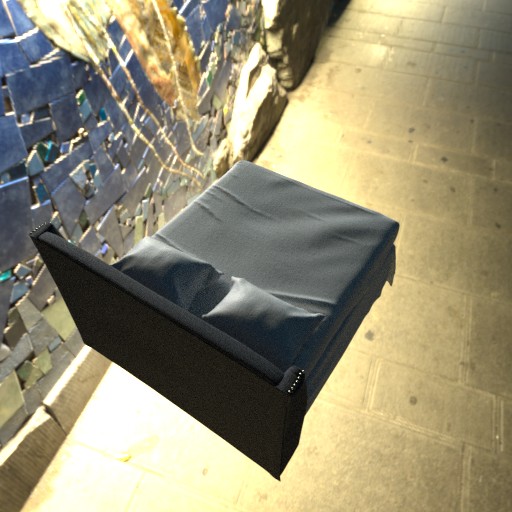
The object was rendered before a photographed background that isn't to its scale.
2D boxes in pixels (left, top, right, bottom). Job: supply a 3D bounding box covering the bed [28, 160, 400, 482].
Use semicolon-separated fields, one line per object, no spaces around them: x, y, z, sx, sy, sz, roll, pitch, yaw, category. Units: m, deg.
0.000;0.000;3.483;1.925;1.332;2.276;26;53;22;bed
